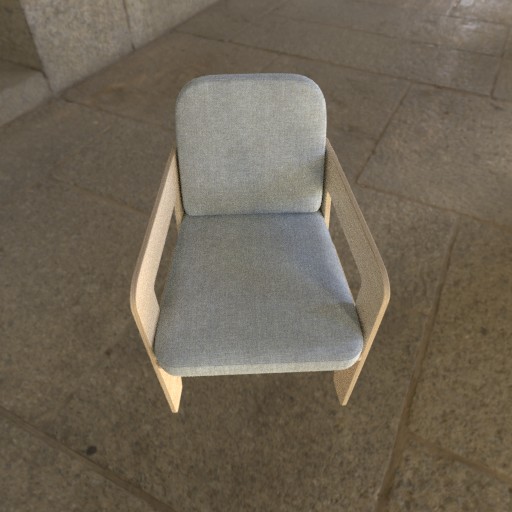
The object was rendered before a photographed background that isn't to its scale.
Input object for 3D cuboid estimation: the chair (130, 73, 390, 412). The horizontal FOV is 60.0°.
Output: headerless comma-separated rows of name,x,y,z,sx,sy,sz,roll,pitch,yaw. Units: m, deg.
chair,0.000,0.000,1.307,0.590,0.800,0.710,-2,47,-2
